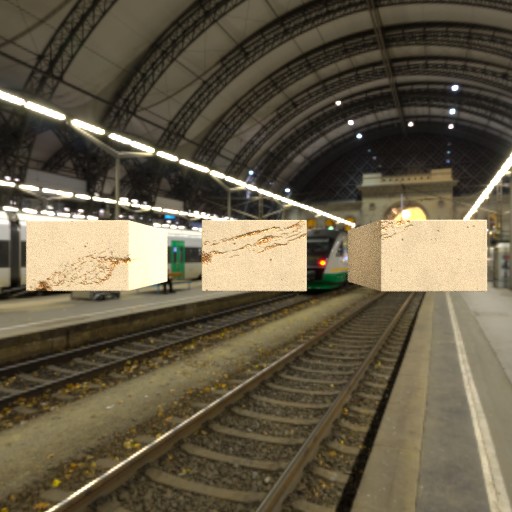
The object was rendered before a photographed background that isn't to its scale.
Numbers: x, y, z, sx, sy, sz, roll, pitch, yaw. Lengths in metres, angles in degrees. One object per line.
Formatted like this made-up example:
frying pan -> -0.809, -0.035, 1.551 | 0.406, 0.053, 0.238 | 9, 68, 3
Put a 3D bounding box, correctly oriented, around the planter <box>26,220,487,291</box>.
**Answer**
planter -> 0.000, 0.000, 0.383 | 0.333, 0.051, 0.127 | 0, 0, 1
